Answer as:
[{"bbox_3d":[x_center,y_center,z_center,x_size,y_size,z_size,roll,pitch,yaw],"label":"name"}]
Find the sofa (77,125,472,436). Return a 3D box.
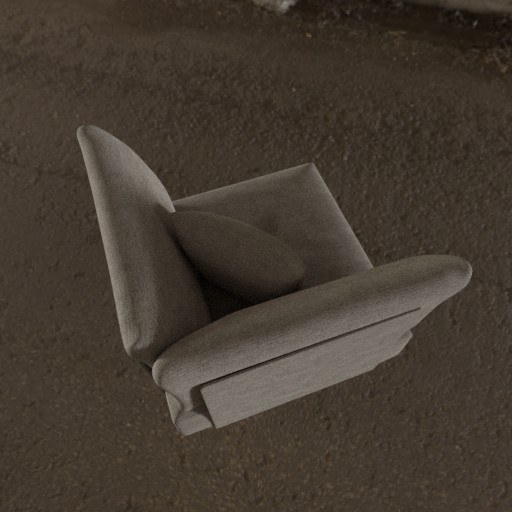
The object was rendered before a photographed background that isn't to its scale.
[{"bbox_3d":[0.000,0.000,1.735,1.000,0.820,1.000,-17,60,-10],"label":"sofa"}]
